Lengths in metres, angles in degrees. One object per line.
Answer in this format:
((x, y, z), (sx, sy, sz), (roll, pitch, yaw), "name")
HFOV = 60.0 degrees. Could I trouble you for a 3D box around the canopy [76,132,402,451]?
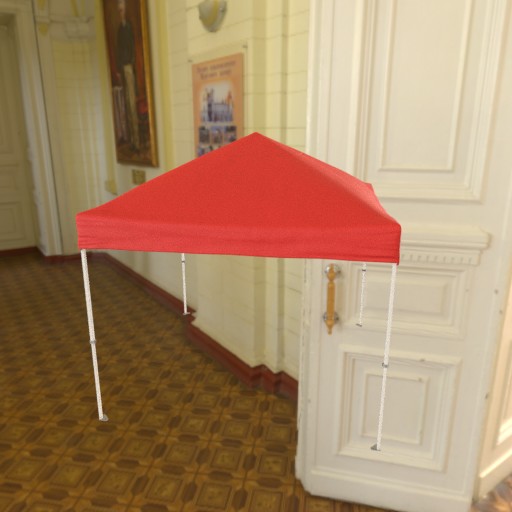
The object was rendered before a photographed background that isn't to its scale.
((0.000, 0.000, 5.560), (2.998, 2.997, 2.996), (3, 16, 9), "canopy")
